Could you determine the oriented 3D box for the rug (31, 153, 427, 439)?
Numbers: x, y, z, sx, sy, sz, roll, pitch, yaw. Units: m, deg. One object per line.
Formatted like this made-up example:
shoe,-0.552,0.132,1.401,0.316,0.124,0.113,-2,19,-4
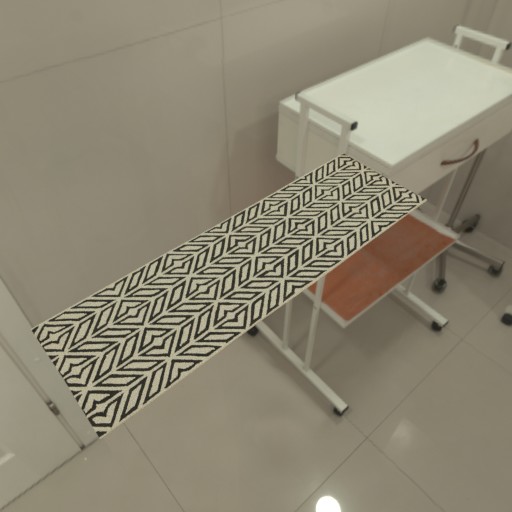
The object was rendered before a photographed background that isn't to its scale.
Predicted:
rug,0.000,0.000,2.646,2.435,0.009,0.750,-32,54,-27
